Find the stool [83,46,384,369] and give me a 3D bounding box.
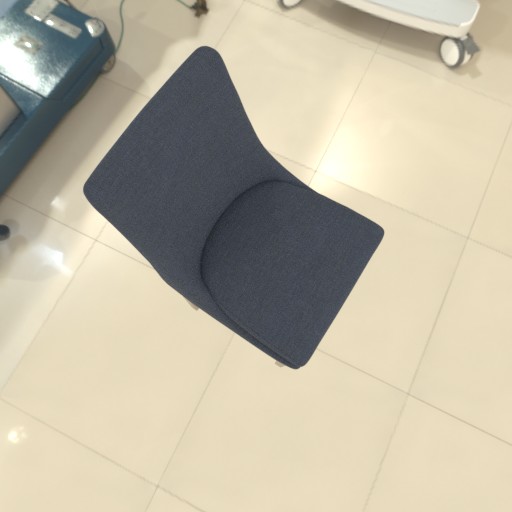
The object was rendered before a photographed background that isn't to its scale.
[{"bbox_3d":[0.000,0.000,1.358,0.577,1.078,0.470,32,77,9],"label":"stool"}]
